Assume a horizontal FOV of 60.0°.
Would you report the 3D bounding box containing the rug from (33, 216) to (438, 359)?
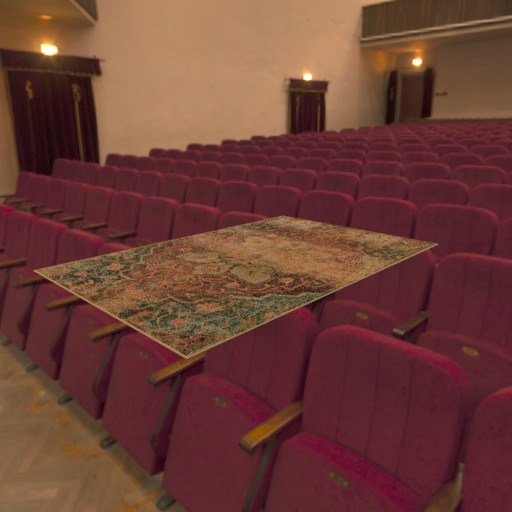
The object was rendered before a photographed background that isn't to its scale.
[{"bbox_3d":[0.000,0.000,3.002,2.363,0.004,1.566,-16,23,-43],"label":"rug"}]
